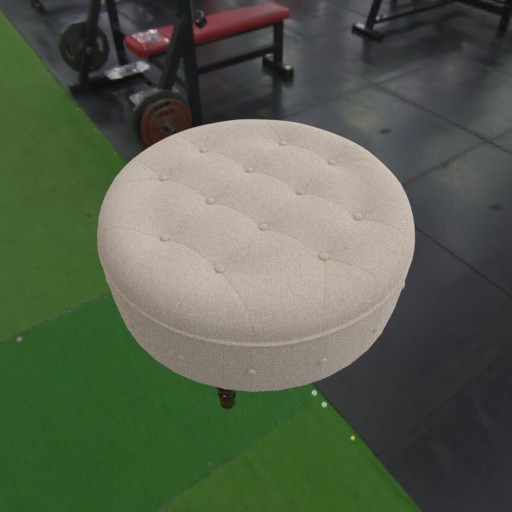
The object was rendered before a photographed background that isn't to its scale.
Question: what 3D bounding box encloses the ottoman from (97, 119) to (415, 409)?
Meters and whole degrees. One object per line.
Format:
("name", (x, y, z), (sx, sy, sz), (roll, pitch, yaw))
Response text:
("ottoman", (0.000, 0.000, 1.339), (0.848, 0.494, 0.848), (0, 46, 0))
